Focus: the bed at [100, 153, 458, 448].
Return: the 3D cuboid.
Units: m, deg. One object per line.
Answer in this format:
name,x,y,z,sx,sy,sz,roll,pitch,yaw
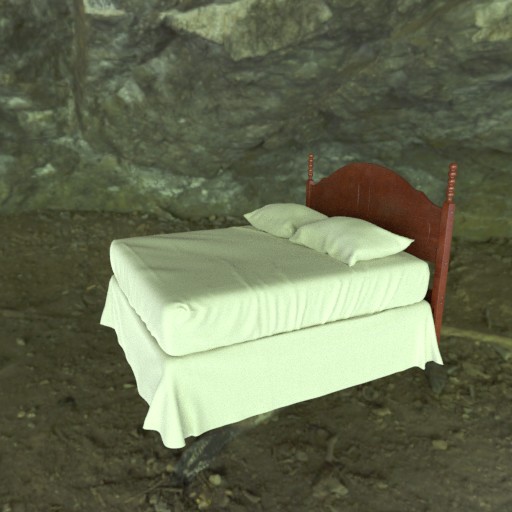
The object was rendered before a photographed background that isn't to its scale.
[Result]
bed,0.000,0.000,3.204,2.040,1.356,1.873,-8,17,-26
